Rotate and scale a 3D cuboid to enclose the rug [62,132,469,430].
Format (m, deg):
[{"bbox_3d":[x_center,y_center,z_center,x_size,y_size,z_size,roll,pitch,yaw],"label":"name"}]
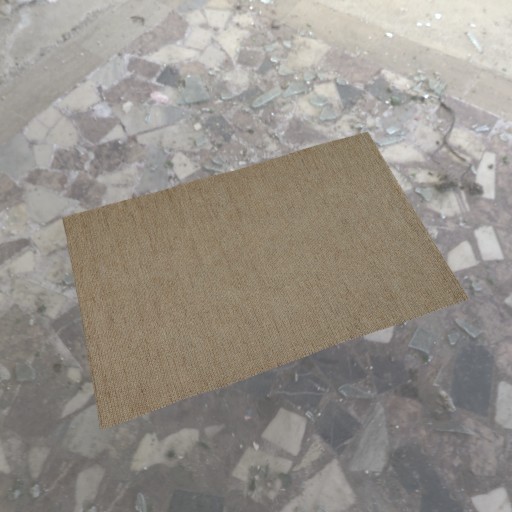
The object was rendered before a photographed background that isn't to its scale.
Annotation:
[{"bbox_3d":[0.000,0.000,3.063,2.439,0.011,1.533,-17,65,-9],"label":"rug"}]
